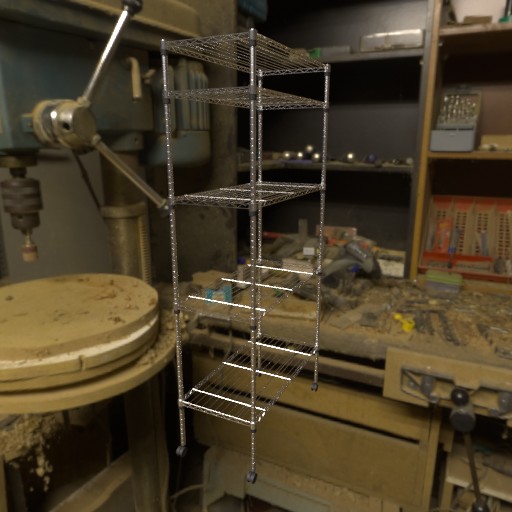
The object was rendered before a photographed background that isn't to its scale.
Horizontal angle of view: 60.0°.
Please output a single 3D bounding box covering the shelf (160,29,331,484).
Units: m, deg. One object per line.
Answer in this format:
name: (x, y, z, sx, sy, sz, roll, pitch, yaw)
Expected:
shelf: (0.000, 0.000, 1.885, 0.356, 1.587, 0.762, 7, 16, 26)
